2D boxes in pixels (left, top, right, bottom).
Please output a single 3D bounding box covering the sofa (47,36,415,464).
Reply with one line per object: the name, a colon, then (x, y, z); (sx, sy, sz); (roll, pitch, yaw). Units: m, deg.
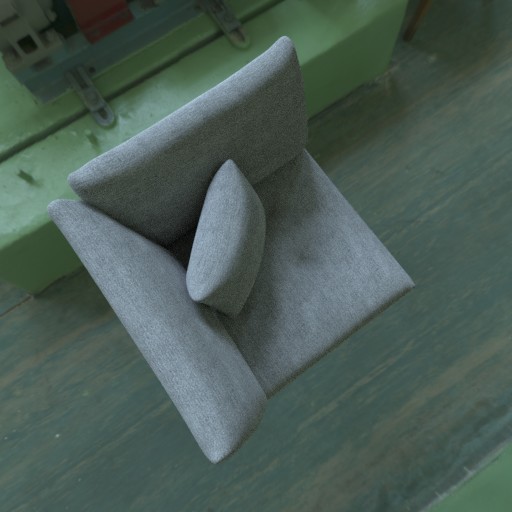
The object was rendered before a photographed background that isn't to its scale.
sofa: (0.000, 0.000, 1.733); (1.000, 0.820, 1.000); (-35, 80, -7)
